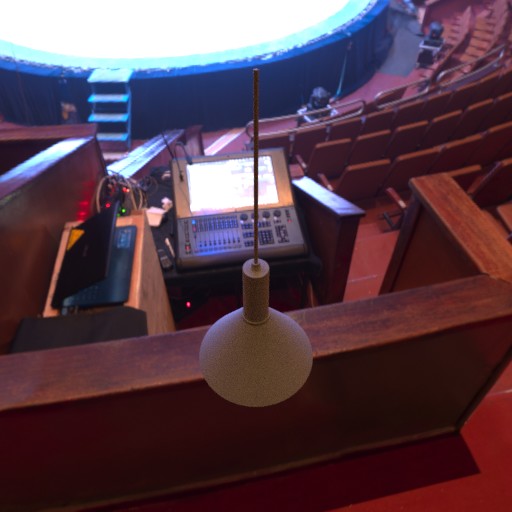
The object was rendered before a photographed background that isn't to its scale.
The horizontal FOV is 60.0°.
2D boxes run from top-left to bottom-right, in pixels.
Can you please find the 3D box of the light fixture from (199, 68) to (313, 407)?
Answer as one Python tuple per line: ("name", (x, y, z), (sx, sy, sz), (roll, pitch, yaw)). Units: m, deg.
("light fixture", (0.000, 0.000, 0.810), (0.267, 0.683, 0.267), (-10, 47, -10))
